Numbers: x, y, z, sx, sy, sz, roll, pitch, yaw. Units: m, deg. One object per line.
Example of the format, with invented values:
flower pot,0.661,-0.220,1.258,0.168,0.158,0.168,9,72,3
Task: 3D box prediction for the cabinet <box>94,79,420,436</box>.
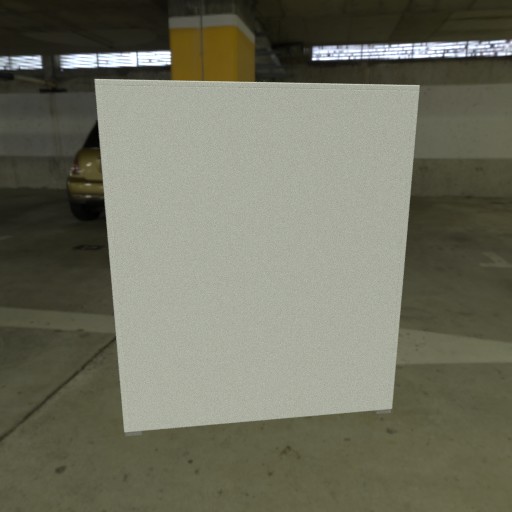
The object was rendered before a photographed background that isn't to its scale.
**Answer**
cabinet,0.000,0.000,1.687,1.000,1.190,0.400,-2,14,-8
